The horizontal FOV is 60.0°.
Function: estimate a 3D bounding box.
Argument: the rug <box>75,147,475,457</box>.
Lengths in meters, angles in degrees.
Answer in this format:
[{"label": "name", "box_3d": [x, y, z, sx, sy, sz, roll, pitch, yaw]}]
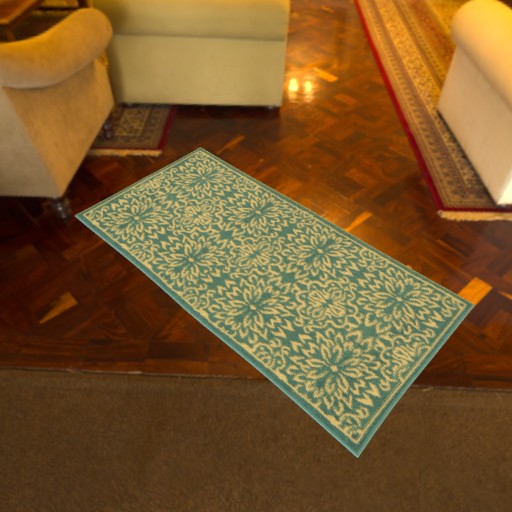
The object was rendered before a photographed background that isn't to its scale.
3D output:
[{"label": "rug", "box_3d": [0.000, 0.000, 1.453, 1.219, 0.007, 0.604, 34, 56, 28]}]
